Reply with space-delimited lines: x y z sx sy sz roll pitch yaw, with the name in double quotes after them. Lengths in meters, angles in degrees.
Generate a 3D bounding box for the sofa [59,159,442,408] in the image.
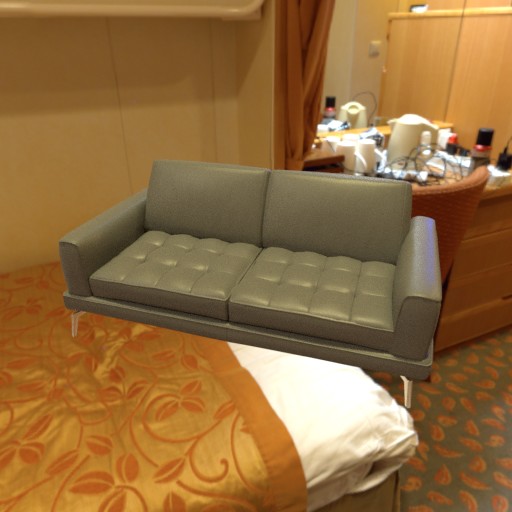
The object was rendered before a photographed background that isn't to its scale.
0.000 0.000 2.788 2.177 0.930 1.121 8 28 16 "sofa"
